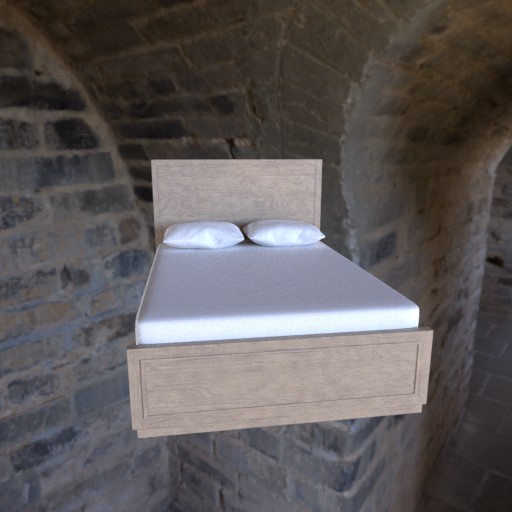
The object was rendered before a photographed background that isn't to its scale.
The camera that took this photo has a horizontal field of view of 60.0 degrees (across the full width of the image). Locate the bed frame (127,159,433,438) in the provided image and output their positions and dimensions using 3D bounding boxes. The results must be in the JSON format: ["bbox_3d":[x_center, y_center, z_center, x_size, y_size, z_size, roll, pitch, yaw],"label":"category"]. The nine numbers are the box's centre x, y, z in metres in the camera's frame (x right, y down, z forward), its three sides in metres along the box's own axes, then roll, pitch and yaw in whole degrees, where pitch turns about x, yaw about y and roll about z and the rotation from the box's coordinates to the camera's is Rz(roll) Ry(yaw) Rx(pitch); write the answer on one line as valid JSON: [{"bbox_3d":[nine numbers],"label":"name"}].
[{"bbox_3d":[0.000,0.000,3.283,1.606,1.369,2.189,-2,13,-8],"label":"bed frame"}]
